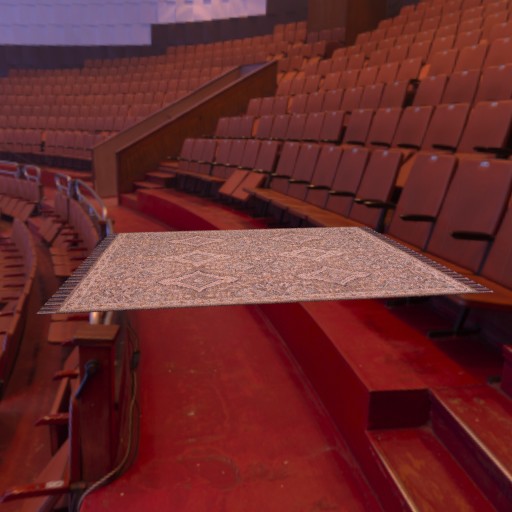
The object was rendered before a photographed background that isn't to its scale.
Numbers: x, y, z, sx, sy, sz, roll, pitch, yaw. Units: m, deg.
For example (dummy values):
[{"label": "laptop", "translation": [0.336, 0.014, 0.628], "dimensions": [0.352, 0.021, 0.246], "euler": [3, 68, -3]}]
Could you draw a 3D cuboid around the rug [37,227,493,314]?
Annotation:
[{"label": "rug", "translation": [0.000, 0.000, 4.090], "dimensions": [3.056, 0.010, 2.437], "euler": [-2, 15, -7]}]
